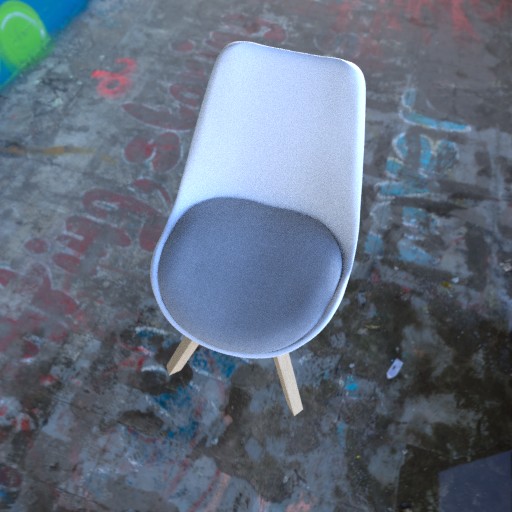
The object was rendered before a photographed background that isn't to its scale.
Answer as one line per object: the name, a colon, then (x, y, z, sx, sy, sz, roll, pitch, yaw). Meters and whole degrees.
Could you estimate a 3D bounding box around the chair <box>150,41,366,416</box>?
chair: (0.000, 0.000, 1.159, 0.485, 0.850, 0.550, 15, 60, 9)
